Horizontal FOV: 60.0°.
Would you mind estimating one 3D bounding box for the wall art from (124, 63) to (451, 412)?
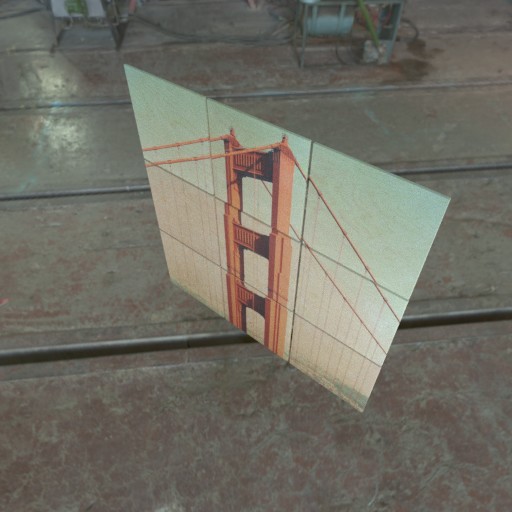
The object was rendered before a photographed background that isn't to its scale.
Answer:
[{"bbox_3d":[0.000,0.000,2.231,1.517,1.523,0.013,30,54,25],"label":"wall art"}]
